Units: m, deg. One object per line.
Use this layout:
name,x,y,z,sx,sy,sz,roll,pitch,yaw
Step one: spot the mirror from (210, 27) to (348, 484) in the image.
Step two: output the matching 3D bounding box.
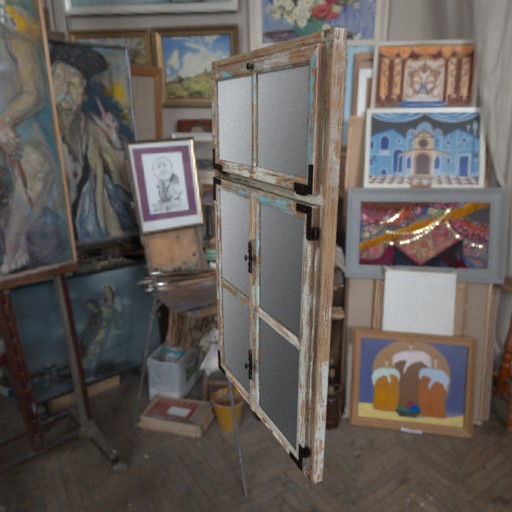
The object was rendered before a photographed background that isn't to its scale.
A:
mirror,0.000,0.000,1.420,0.083,1.213,0.707,-9,19,-26
